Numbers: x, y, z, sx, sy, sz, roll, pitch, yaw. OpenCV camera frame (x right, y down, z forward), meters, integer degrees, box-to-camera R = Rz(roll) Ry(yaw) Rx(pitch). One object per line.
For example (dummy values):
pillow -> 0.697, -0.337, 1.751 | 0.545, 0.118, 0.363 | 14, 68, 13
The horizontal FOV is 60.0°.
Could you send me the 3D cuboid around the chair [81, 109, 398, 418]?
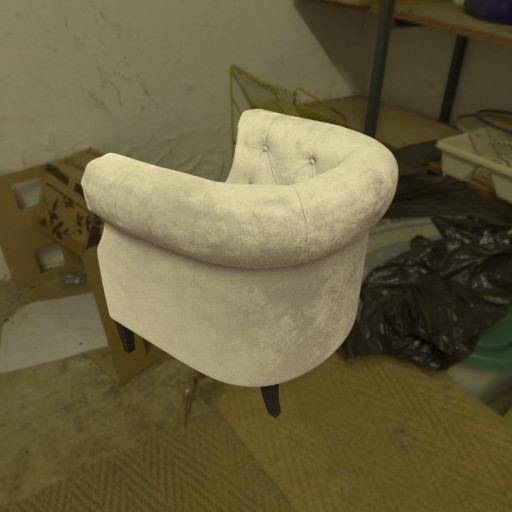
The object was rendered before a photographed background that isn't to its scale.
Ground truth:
chair -> 0.000, 0.000, 1.598 | 0.851, 0.826, 0.904 | 22, 38, 31
